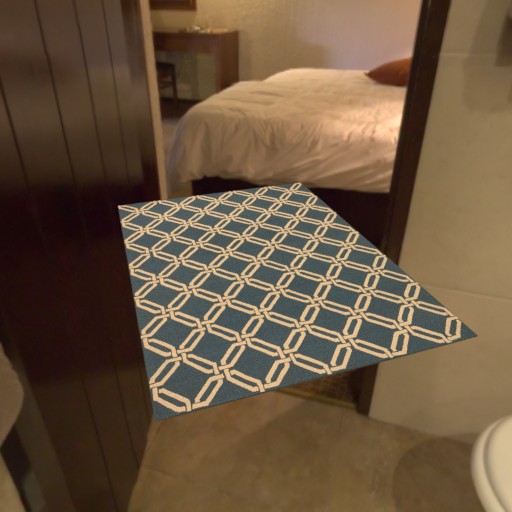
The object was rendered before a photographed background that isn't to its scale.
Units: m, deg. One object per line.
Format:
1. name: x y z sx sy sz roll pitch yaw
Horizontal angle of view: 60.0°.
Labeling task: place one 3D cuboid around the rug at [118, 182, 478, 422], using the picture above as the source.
1. rug: 0.000 0.000 4.389 2.432 0.018 3.342 -10 32 -16
